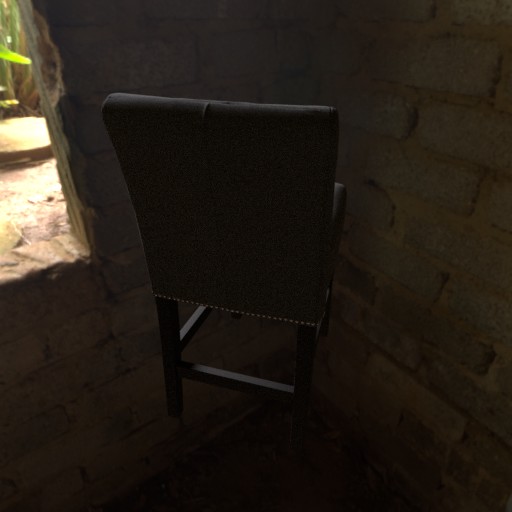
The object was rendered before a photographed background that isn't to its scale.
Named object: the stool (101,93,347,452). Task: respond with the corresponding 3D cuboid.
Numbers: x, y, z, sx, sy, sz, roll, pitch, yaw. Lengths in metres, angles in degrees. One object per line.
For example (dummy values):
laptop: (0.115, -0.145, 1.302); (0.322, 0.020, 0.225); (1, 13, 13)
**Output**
stool: (0.000, 0.000, 1.169); (0.427, 0.885, 0.571); (9, 32, 15)
